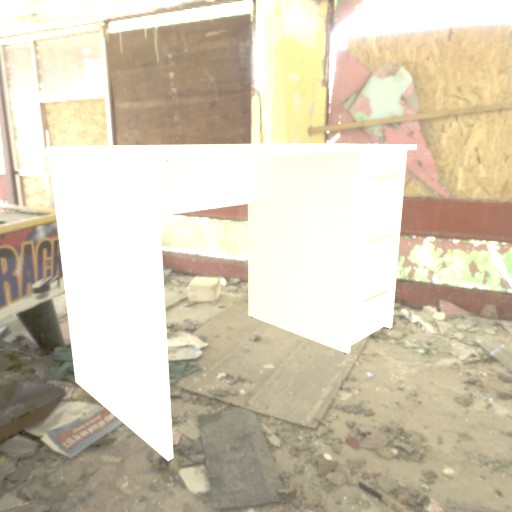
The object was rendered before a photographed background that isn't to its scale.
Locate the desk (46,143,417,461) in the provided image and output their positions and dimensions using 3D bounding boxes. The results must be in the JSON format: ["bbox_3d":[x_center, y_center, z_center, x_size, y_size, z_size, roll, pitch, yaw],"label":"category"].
[{"bbox_3d":[0.000,0.000,1.516,0.560,0.735,1.097,14,20,43],"label":"desk"}]
